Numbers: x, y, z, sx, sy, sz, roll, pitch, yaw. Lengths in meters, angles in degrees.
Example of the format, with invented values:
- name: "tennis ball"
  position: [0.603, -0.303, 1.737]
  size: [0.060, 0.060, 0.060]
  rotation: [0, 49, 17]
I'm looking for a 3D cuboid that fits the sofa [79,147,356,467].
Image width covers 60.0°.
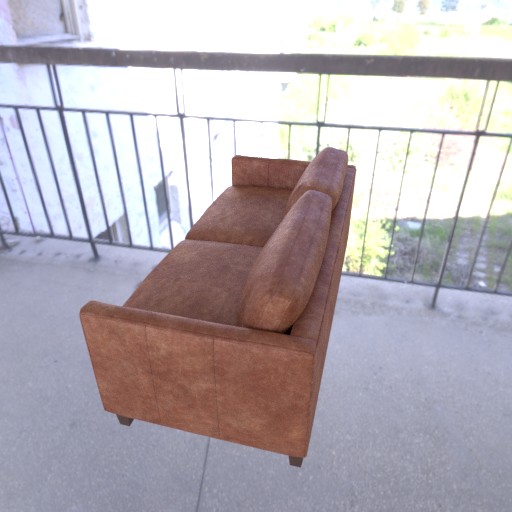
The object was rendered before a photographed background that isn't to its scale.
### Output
- name: "sofa"
  position: [0.000, 0.000, 2.475]
  size: [0.923, 0.863, 1.971]
  rotation: [8, 31, 13]
